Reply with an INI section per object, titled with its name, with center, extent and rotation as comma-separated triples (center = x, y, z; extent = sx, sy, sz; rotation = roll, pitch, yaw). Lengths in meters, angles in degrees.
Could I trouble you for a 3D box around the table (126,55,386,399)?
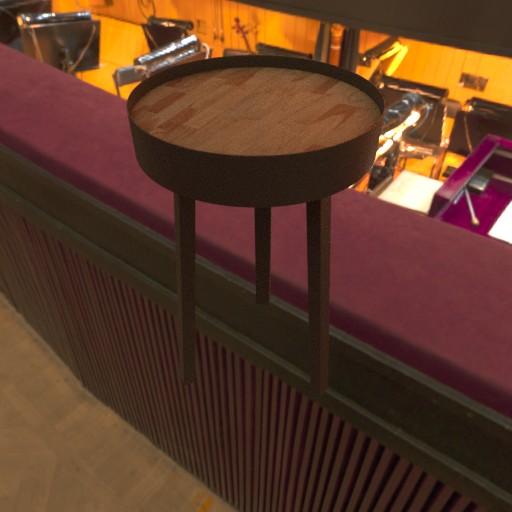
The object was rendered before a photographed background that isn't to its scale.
[table]
center = 0.000, 0.000, 0.936
extent = 0.406, 0.686, 0.406
rotation = 26, 47, 27
